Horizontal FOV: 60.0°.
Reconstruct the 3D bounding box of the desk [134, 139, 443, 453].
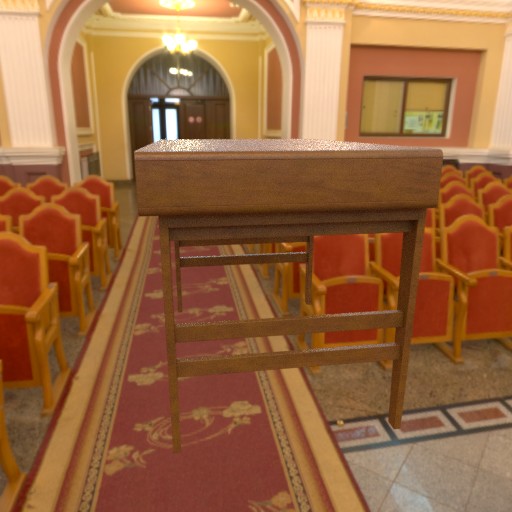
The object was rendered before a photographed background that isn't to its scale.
[{"bbox_3d":[0.000,0.000,1.523,0.660,0.754,1.066,-2,16,-8],"label":"desk"}]
